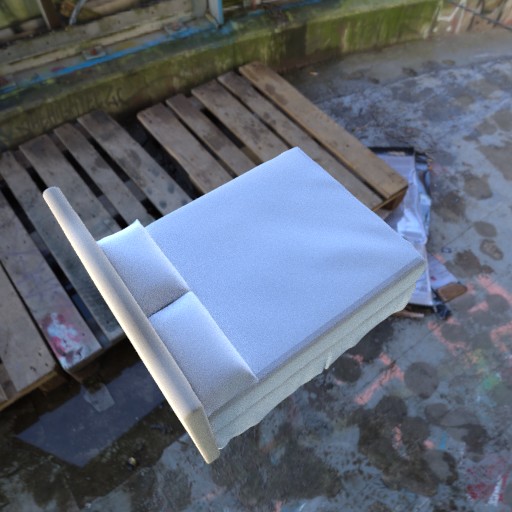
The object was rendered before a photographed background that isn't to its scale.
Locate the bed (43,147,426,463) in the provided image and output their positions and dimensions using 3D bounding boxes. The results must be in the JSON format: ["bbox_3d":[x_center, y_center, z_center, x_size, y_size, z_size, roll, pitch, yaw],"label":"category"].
[{"bbox_3d":[0.000,0.000,3.169,2.052,1.398,1.678,-32,62,-19],"label":"bed"}]
